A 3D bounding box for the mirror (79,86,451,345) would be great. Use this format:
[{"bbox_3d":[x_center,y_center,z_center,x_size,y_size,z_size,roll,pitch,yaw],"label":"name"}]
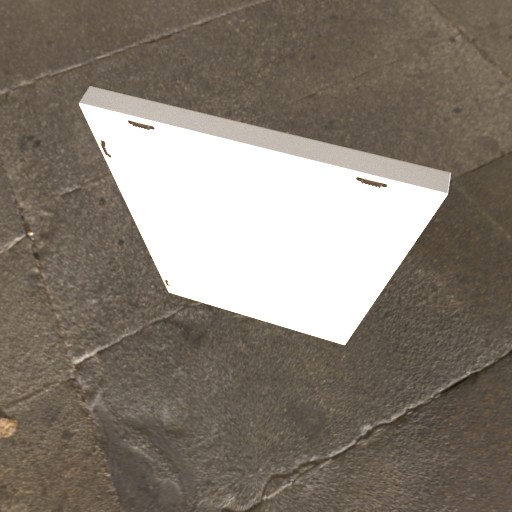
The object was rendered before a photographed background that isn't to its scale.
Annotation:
[{"bbox_3d":[0.000,0.000,0.906,0.507,0.710,0.040,16,65,8],"label":"mirror"}]
